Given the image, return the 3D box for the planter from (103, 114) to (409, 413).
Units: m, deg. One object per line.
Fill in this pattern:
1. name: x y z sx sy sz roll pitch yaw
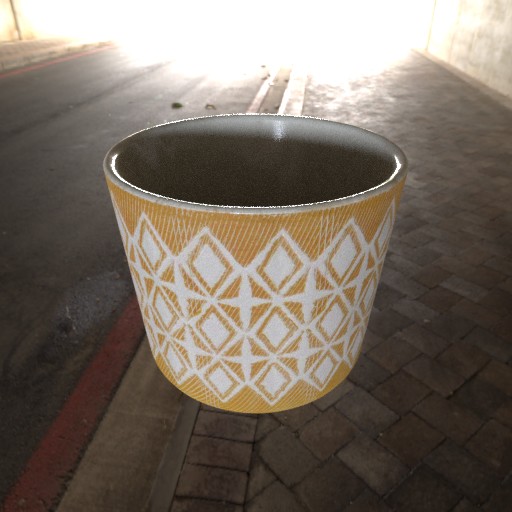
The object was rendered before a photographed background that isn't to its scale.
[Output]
1. planter: 0.000 0.000 0.333 0.193 0.165 0.193 0 31 0
